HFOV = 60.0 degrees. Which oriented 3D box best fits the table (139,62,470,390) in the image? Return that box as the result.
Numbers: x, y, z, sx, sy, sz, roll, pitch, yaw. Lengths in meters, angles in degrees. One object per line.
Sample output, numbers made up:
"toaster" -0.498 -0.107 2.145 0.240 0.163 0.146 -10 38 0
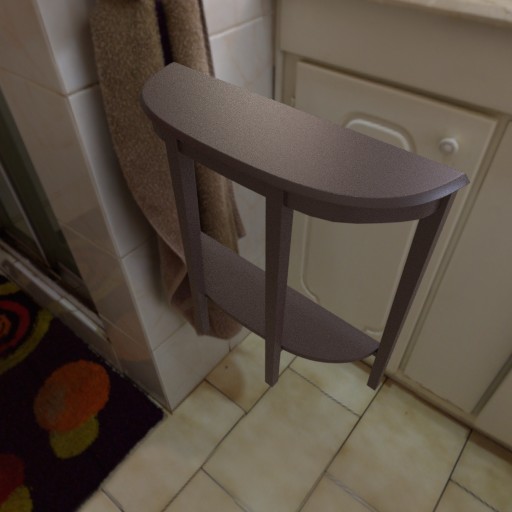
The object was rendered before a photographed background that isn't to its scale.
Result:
"table" 0.000 0.000 1.313 0.909 0.831 0.274 31 52 28
